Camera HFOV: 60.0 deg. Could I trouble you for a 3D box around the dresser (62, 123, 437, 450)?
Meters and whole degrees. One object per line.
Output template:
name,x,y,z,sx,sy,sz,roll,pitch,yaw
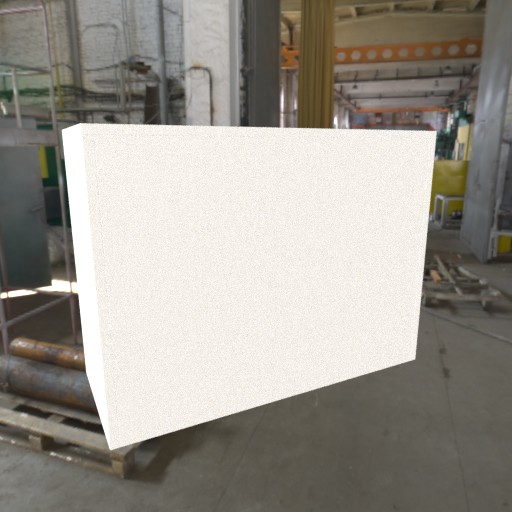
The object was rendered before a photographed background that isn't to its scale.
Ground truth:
dresser,0.000,0.000,1.505,1.100,0.820,0.460,-7,16,-27
